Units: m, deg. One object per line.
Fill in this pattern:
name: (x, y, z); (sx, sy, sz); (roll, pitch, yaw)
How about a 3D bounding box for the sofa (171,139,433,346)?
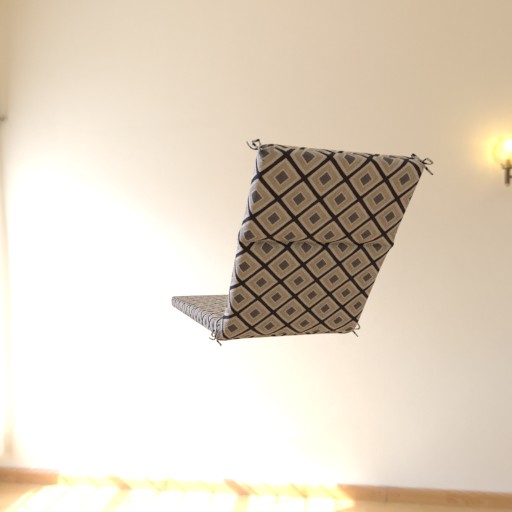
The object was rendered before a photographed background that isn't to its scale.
sofa: (0.000, 0.000, 1.994); (0.582, 0.622, 1.663); (0, 0, -19)
